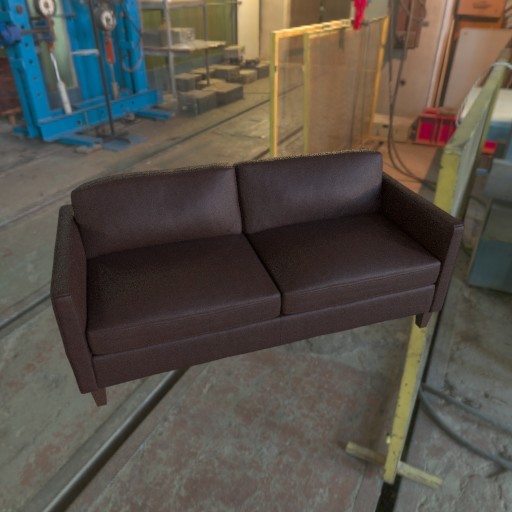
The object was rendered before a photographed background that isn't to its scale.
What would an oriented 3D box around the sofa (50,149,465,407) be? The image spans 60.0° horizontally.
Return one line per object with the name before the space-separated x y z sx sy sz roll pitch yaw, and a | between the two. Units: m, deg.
sofa | 0.000 0.000 2.432 1.971 0.863 0.923 -10 33 -15
